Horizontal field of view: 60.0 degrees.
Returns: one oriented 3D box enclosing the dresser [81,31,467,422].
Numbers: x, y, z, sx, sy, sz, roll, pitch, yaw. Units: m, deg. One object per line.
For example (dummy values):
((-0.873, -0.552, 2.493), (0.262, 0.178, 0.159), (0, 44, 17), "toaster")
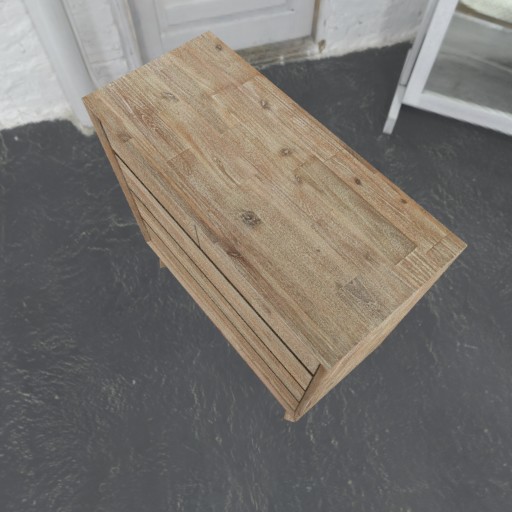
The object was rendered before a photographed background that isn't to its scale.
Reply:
((0.000, 0.000, 1.600), (0.455, 1.029, 0.998), (-37, 68, -17), "dresser")
